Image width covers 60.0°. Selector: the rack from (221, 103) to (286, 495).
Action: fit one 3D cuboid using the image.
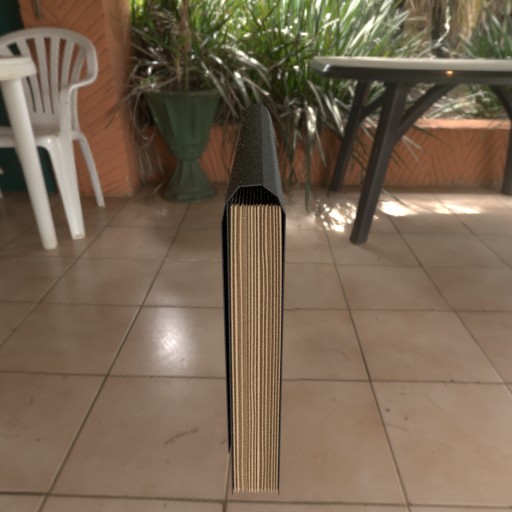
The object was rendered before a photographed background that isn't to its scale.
[{"bbox_3d":[0.000,0.000,0.428,0.041,0.241,0.330,0,26,0],"label":"rack"}]
